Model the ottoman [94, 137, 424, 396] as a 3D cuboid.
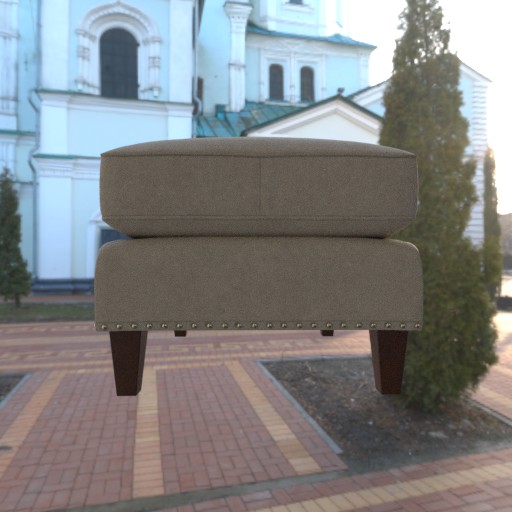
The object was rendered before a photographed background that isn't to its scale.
[{"bbox_3d":[0.000,0.000,1.138,0.584,0.513,0.741,0,-1,-1],"label":"ottoman"}]
